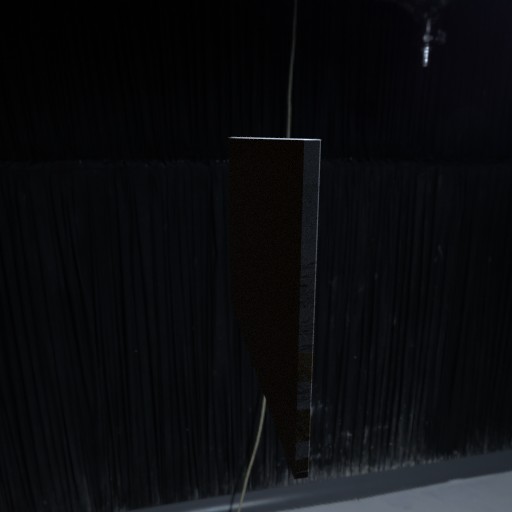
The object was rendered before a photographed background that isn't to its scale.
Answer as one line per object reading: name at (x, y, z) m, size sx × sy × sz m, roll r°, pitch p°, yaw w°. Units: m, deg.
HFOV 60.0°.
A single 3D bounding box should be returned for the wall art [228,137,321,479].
wall art at (0.000, 0.000, 1.187) m, size 0.027 × 0.610 × 0.932 m, roll -3°, pitch 15°, yaw -10°
